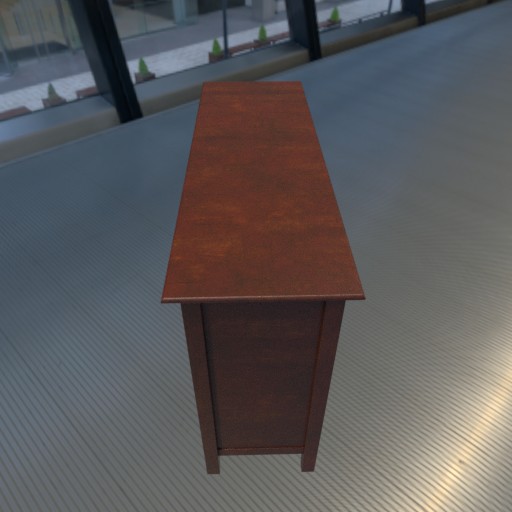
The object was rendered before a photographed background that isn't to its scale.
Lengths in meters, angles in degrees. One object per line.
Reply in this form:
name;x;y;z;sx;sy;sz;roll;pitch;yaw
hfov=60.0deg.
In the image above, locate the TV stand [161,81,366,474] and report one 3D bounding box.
TV stand;0.000;0.000;1.774;0.445;0.915;1.372;-1;40;-1
